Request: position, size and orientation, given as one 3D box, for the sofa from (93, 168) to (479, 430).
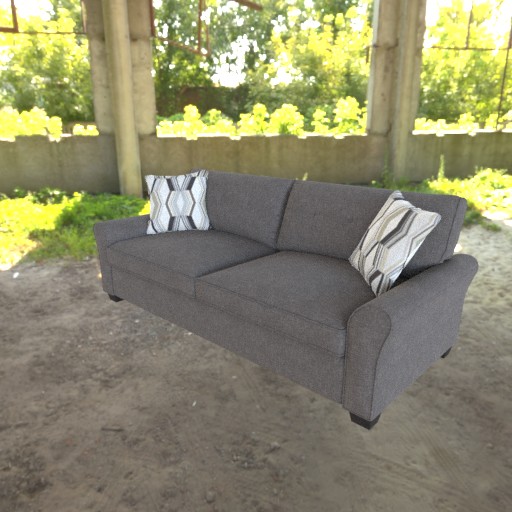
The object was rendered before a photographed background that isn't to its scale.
[{"bbox_3d":[0.000,0.000,2.444,2.032,0.813,0.889,15,22,41],"label":"sofa"}]
